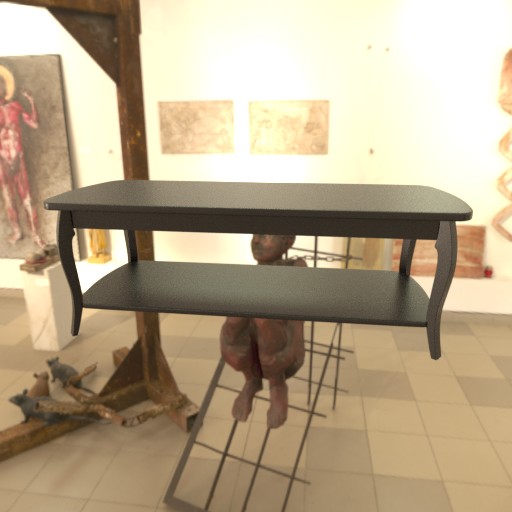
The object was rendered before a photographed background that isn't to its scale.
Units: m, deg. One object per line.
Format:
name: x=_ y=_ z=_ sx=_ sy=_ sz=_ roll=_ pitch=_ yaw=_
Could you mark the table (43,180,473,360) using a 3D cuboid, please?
table: x=0.000 y=0.000 z=1.599 sx=1.333 sy=0.457 sz=0.571 roll=2 pitch=17 yaw=7
